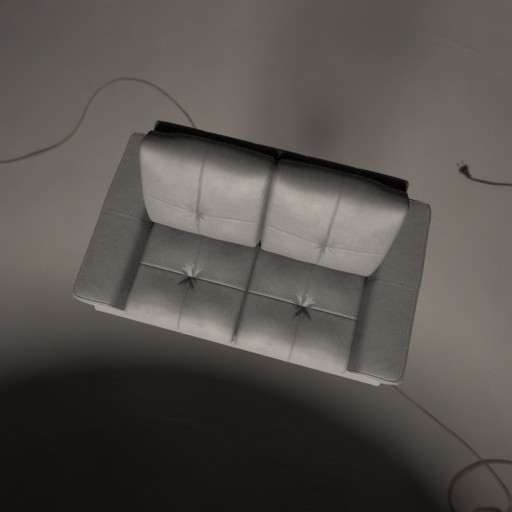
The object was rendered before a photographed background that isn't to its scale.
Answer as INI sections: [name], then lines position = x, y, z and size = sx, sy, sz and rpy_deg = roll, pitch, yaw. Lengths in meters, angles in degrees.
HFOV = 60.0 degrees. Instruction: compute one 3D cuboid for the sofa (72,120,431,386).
[sofa]
position = 0.000, 0.000, 2.472
size = 1.806, 0.907, 1.018
rpy_deg = 14, 77, 3
